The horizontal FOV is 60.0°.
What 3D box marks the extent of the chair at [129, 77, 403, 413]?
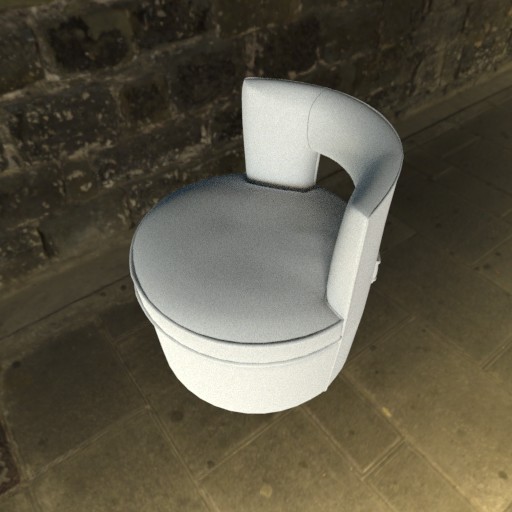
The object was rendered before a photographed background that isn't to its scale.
[{"bbox_3d":[0.000,0.000,1.214,0.665,0.723,0.650,-16,48,-15],"label":"chair"}]
